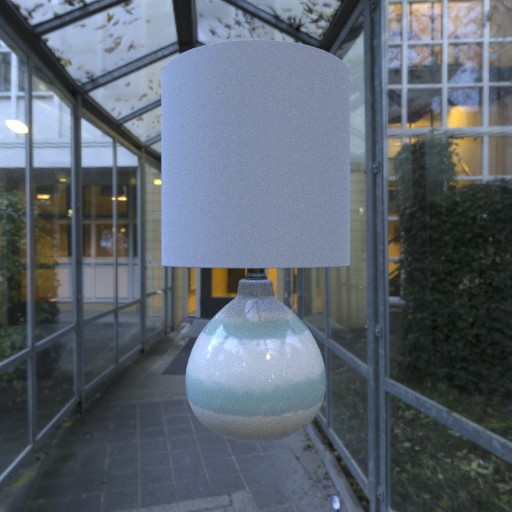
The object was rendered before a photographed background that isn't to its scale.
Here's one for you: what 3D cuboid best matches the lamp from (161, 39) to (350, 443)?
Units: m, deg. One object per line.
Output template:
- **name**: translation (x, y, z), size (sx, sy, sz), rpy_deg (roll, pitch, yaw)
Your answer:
- **lamp**: translation (0.000, 0.000, 0.521), size (0.217, 0.404, 0.217), rpy_deg (0, 1, -1)
